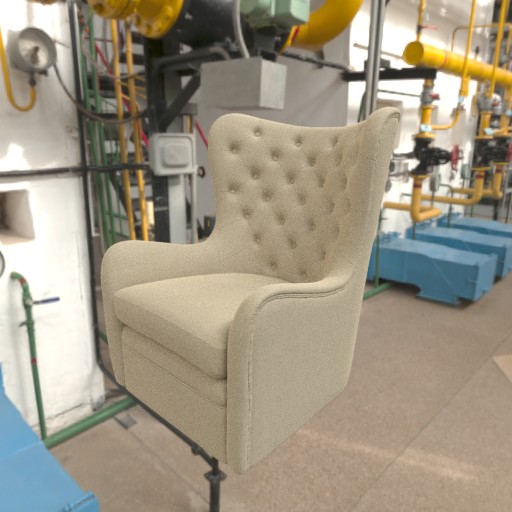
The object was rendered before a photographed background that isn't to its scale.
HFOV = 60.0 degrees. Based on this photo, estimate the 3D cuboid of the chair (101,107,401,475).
[{"bbox_3d":[0.000,0.000,1.703,0.831,1.079,0.929,15,21,43],"label":"chair"}]
